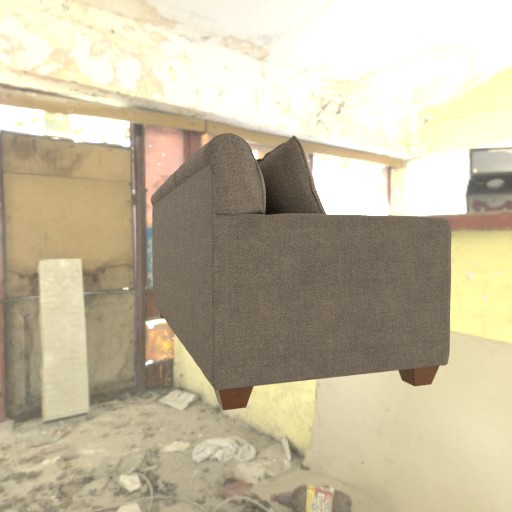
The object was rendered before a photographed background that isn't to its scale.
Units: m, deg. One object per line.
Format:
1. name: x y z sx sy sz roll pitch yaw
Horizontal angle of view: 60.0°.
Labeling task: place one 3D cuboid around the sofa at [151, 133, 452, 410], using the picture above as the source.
1. sofa: 0.000 0.000 2.513 0.997 0.958 2.024 -1 2 -18
